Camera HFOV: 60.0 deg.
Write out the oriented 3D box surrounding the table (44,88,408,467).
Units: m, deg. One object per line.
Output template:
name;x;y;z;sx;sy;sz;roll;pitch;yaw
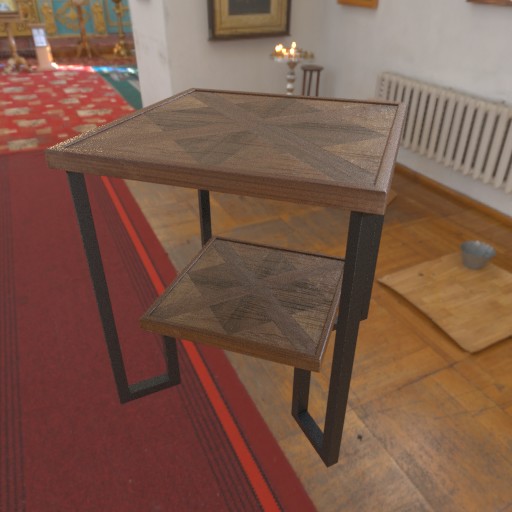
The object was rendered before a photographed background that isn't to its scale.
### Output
table;0.000;0.000;0.943;0.503;0.563;0.503;10;33;16
